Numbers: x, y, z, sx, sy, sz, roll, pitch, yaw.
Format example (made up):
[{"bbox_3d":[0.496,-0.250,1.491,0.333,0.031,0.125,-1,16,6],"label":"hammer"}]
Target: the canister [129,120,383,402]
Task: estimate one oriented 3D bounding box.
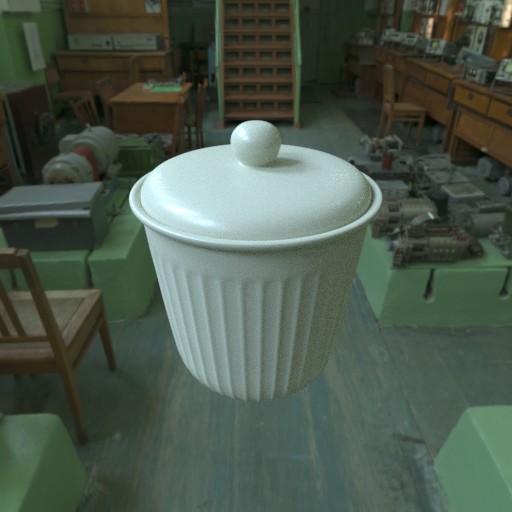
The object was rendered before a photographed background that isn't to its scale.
[{"bbox_3d":[0.000,0.000,0.354,0.181,0.211,0.181,0,30,0],"label":"canister"}]
